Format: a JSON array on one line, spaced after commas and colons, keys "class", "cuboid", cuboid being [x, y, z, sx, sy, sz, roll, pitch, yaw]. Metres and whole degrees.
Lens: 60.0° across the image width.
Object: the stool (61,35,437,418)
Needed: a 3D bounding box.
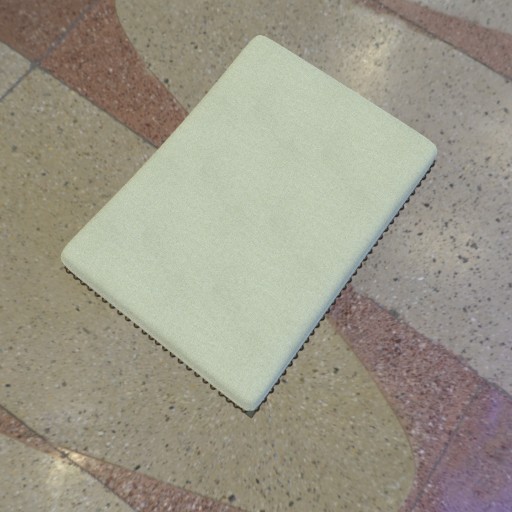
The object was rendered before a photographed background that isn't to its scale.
[{"class": "stool", "cuboid": [0.000, 0.000, 0.928, 0.361, 0.642, 0.500, 36, 78, 9]}]
